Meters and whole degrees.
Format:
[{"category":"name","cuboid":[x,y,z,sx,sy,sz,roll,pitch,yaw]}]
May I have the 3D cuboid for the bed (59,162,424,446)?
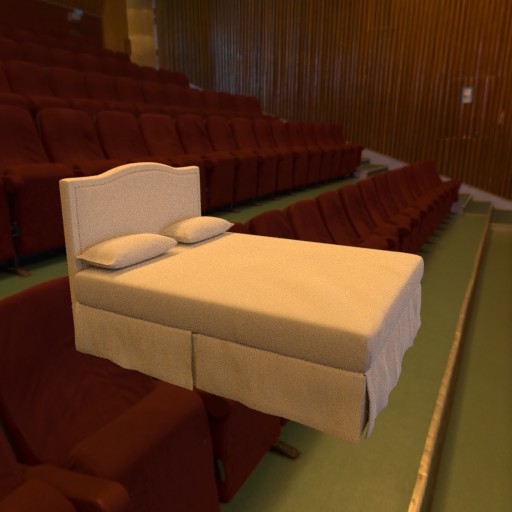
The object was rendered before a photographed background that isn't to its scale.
[{"category":"bed","cuboid":[0.000,0.000,3.644,2.477,1.437,1.977,8,17,27]}]
